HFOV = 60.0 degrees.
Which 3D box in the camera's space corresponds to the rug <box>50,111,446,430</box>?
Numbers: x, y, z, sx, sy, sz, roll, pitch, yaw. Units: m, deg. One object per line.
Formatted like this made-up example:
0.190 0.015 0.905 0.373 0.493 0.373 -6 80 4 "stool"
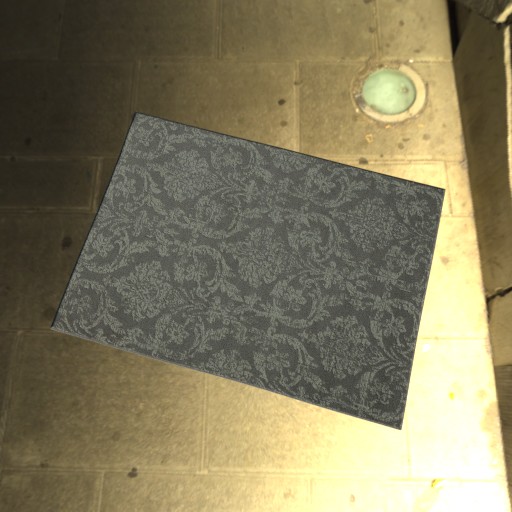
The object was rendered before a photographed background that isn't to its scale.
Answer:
0.000 0.000 2.857 2.206 0.014 1.578 15 76 4 "rug"
